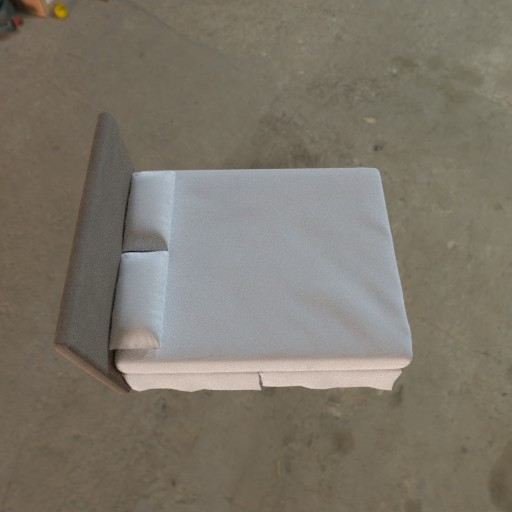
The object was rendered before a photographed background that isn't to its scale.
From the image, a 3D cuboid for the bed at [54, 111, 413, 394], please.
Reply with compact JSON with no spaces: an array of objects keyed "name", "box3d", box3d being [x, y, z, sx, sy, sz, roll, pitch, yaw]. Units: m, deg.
[{"name":"bed","box3d":[0.000,0.000,3.223,2.142,1.330,1.723,-1,63,0]}]
